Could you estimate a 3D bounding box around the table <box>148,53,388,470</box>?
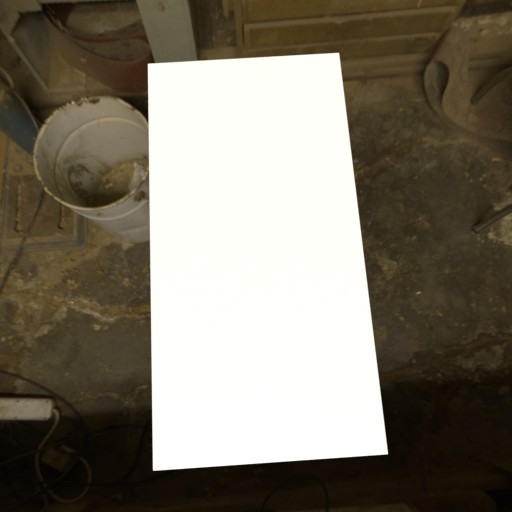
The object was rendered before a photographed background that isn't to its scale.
[{"bbox_3d":[0.000,0.000,1.487,0.609,0.432,1.194,-4,77,-1],"label":"table"}]
